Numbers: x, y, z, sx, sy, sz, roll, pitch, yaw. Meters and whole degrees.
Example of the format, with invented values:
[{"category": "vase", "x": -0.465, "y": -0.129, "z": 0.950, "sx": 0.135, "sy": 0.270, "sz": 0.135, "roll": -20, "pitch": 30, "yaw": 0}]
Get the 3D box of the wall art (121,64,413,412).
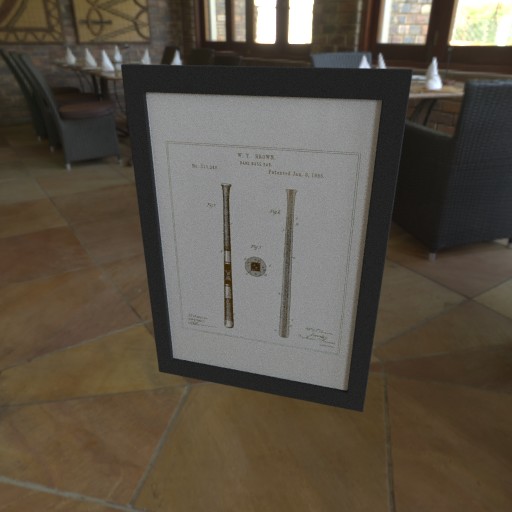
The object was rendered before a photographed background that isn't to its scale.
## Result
[{"category": "wall art", "x": 0.000, "y": 0.000, "z": 0.672, "sx": 0.374, "sy": 0.529, "sz": 0.012, "roll": 7, "pitch": 27, "yaw": 14}]
